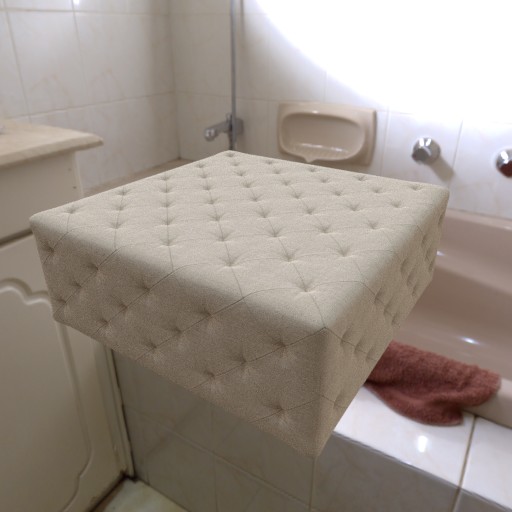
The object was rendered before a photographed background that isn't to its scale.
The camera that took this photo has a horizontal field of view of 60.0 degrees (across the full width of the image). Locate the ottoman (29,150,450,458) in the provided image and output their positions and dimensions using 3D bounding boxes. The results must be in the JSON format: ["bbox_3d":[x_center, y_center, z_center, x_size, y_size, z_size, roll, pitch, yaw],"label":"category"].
[{"bbox_3d":[0.000,0.000,1.575,1.028,0.439,1.028,17,32,30],"label":"ottoman"}]
